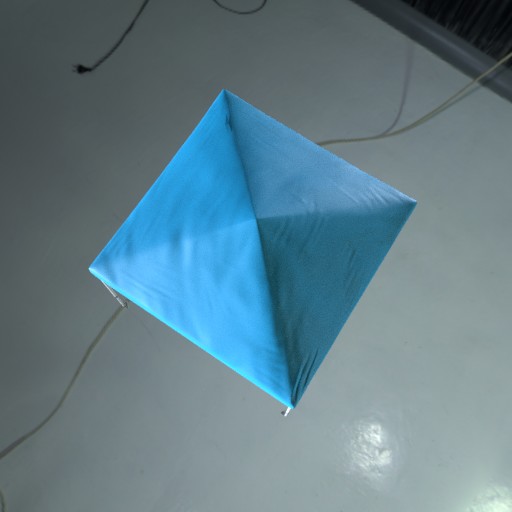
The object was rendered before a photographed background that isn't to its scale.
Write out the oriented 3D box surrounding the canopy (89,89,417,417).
[{"bbox_3d":[0.000,0.000,5.240,2.848,2.849,2.849,32,79,7],"label":"canopy"}]
